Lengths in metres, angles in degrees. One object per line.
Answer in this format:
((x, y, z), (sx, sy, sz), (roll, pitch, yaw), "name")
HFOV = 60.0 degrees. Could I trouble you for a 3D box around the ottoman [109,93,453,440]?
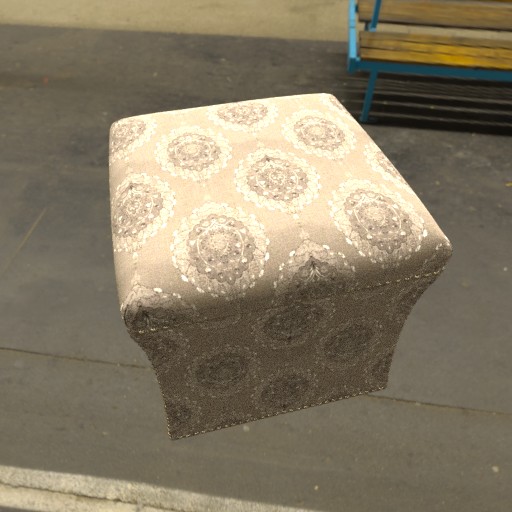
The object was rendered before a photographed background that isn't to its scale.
((0.000, 0.000, 0.905), (0.497, 0.473, 0.507), (-10, 47, -10), "ottoman")
